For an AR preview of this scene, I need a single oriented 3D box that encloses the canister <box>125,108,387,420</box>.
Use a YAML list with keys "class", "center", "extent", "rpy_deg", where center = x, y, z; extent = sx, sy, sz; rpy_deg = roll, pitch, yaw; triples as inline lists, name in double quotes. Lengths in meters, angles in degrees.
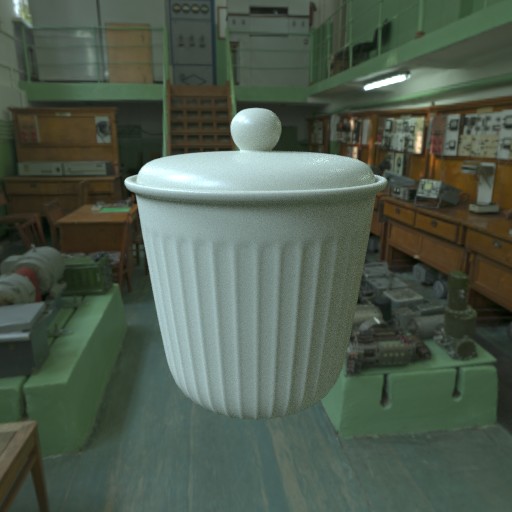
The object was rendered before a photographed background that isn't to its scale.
- class: "canister"
  center: [0.000, 0.000, 0.332]
  extent: [0.181, 0.211, 0.181]
  rpy_deg: [0, 15, 0]
